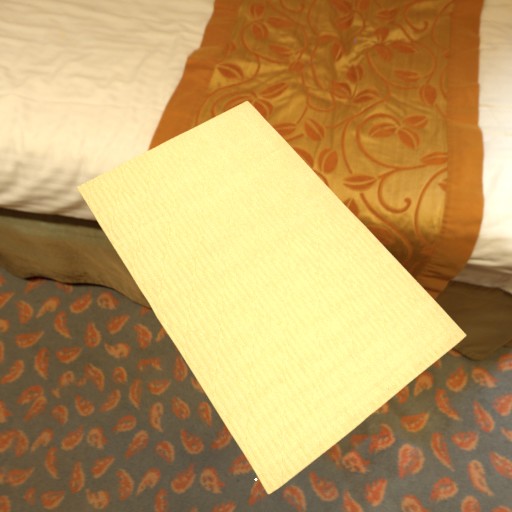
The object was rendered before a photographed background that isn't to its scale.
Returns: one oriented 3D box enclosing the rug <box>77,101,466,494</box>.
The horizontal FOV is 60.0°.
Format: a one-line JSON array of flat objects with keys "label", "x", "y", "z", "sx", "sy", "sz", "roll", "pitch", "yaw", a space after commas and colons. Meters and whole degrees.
[{"label": "rug", "x": 0.000, "y": 0.000, "z": 3.011, "sx": 1.531, "sy": 0.014, "sz": 2.441, "roll": -32, "pitch": 68, "yaw": -15}]
